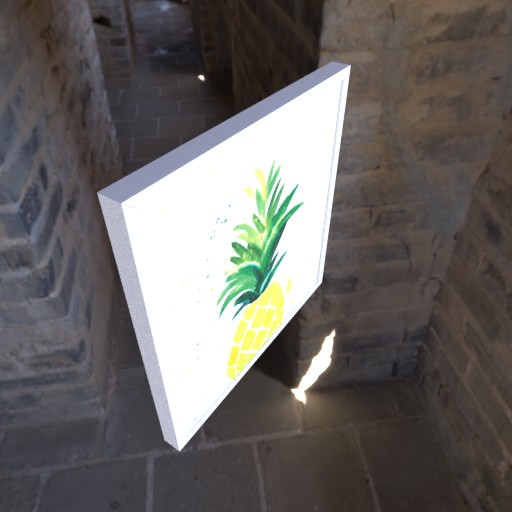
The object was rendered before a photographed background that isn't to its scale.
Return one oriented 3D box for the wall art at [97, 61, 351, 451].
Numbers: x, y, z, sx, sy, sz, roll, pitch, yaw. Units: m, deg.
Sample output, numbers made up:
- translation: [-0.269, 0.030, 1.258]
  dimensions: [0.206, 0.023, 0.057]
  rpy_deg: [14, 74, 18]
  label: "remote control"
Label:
- translation: [0.000, 0.000, 0.761]
  dimensions: [0.035, 0.507, 0.508]
  rpy_deg: [24, 46, 26]
  label: "wall art"
